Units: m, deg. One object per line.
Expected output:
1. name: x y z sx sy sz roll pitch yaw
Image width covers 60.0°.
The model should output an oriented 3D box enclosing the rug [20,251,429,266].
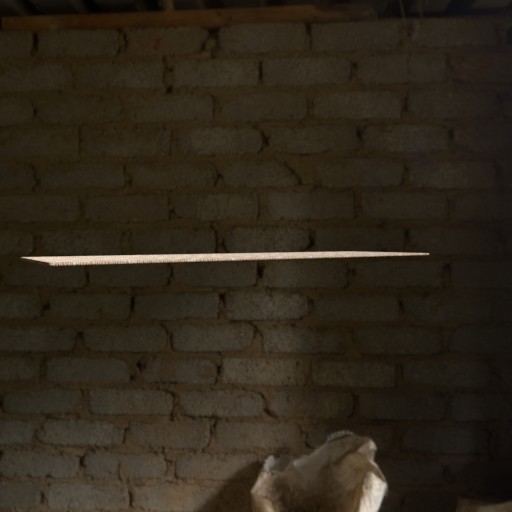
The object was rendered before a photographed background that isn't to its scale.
1. rug: 0.000 0.000 2.507 2.289 0.013 0.691 -1 2 -36
